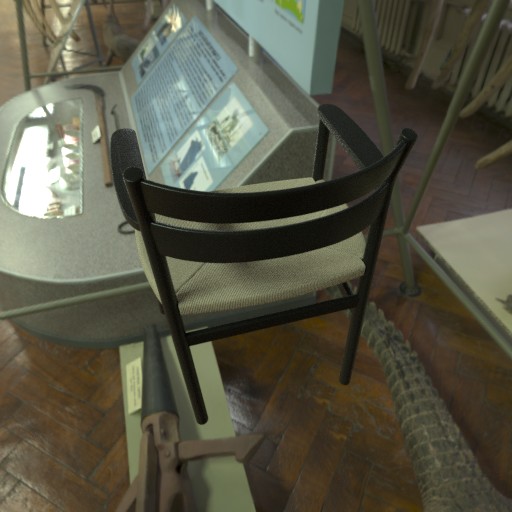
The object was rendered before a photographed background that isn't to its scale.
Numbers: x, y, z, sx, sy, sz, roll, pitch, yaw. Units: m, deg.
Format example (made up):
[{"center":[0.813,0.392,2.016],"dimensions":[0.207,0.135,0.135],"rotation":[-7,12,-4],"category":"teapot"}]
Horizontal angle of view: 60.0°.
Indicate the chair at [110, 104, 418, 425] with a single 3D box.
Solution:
[{"center":[0.000,0.000,1.180],"dimensions":[0.630,0.775,0.508],"rotation":[-11,42,-13],"category":"chair"}]
